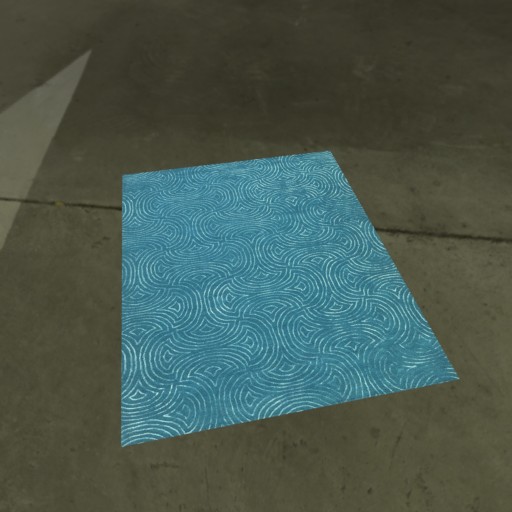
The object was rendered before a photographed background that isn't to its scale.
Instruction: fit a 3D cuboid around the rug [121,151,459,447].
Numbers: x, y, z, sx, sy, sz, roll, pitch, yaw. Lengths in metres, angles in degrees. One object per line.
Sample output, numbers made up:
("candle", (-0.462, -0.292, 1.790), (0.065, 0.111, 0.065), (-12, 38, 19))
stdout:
("rug", (0.000, 0.000, 4.108), (2.432, 0.012, 3.033), (-8, 47, -8))
